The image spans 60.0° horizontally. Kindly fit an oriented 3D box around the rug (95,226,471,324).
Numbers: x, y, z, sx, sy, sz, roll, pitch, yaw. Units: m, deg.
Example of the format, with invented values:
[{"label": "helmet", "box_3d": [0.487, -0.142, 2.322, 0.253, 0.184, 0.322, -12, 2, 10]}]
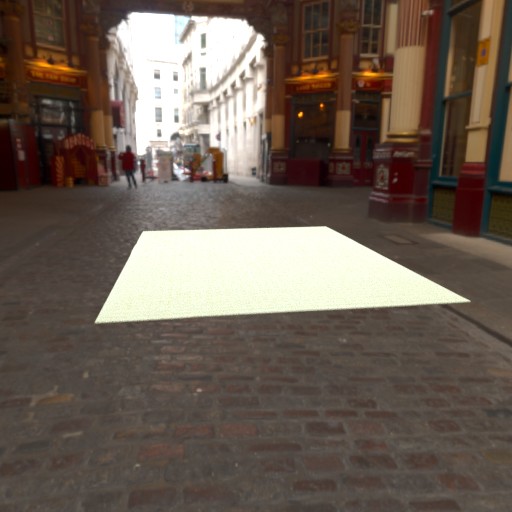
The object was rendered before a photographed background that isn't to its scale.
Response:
[{"label": "rug", "box_3d": [0.000, 0.000, 4.345, 2.452, 0.016, 3.204, -2, 13, -9]}]
